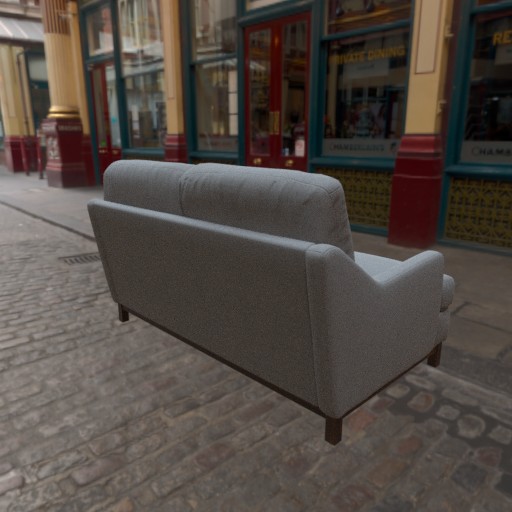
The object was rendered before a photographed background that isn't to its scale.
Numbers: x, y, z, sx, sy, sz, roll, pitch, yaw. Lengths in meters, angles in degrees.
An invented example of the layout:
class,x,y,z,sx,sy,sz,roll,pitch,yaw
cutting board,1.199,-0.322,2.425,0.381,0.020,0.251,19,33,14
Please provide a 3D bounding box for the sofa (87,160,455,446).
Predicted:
class,x,y,z,sx,sy,sz,roll,pitch,yaw
sofa,0.000,0.000,2.171,0.987,0.921,1.589,-14,20,-42
